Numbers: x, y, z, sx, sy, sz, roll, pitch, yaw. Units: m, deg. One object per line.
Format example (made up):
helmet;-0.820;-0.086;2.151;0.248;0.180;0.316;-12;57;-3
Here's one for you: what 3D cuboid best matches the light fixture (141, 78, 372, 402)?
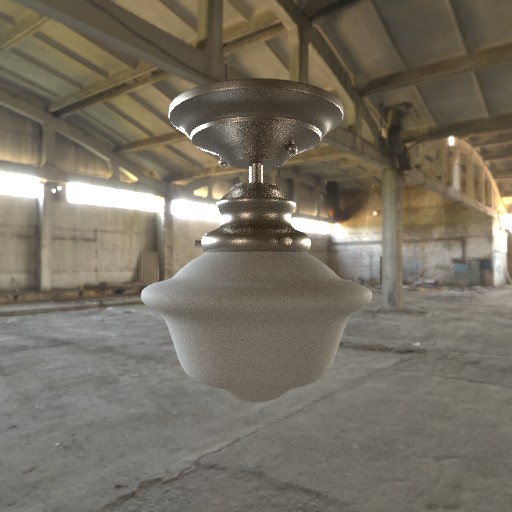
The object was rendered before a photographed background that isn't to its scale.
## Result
light fixture;0.000;0.000;0.393;0.199;0.254;0.199;0;-1;0
